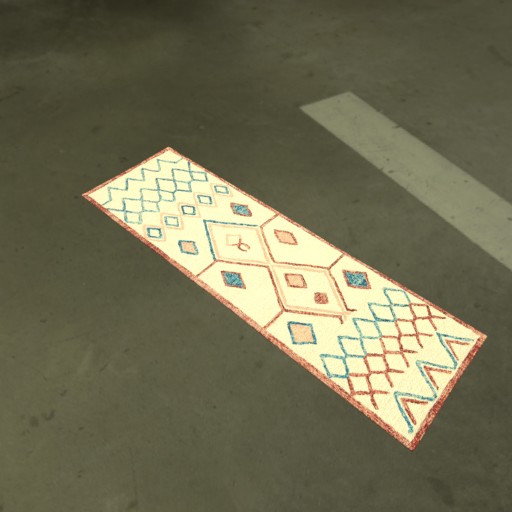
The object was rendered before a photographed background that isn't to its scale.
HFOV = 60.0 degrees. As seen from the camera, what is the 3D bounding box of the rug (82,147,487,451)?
[{"bbox_3d":[0.000,0.000,2.570,2.435,0.011,0.750,34,56,27],"label":"rug"}]
